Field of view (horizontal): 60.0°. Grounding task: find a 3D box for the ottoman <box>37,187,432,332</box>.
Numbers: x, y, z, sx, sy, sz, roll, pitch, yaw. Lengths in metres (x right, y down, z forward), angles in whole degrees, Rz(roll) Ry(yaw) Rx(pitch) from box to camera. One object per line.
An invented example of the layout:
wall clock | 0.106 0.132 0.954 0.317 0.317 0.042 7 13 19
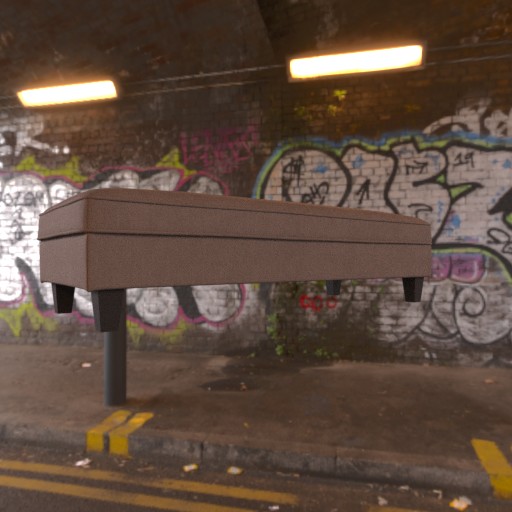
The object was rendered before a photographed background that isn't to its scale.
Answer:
ottoman | 0.000 0.000 2.063 1.764 0.470 0.751 0 -1 -36
